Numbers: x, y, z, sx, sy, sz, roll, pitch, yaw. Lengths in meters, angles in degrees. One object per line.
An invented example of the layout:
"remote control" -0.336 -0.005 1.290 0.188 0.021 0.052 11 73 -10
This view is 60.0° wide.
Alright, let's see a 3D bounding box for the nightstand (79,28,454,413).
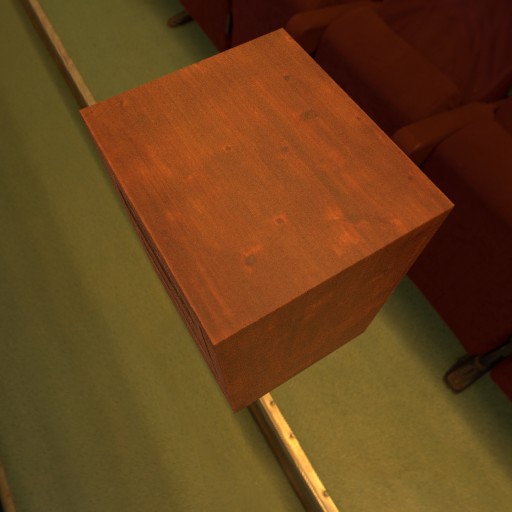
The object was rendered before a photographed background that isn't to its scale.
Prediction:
"nightstand" 0.000 0.000 1.000 0.410 0.695 0.465 -28 66 -14
